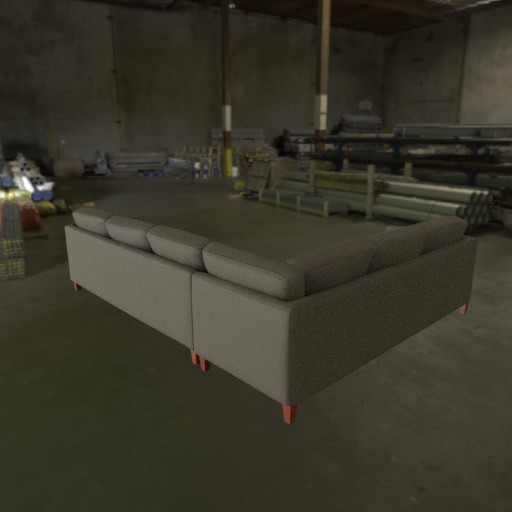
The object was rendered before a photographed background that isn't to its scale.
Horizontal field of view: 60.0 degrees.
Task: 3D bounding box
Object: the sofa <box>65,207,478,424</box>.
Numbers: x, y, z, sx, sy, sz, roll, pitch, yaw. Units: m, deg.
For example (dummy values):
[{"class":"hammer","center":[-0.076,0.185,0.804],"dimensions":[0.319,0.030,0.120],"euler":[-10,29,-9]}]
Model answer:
[{"class":"sofa","center":[0.000,0.000,4.431],"dimensions":[2.593,0.947,3.302],"euler":[-14,20,-41]}]
